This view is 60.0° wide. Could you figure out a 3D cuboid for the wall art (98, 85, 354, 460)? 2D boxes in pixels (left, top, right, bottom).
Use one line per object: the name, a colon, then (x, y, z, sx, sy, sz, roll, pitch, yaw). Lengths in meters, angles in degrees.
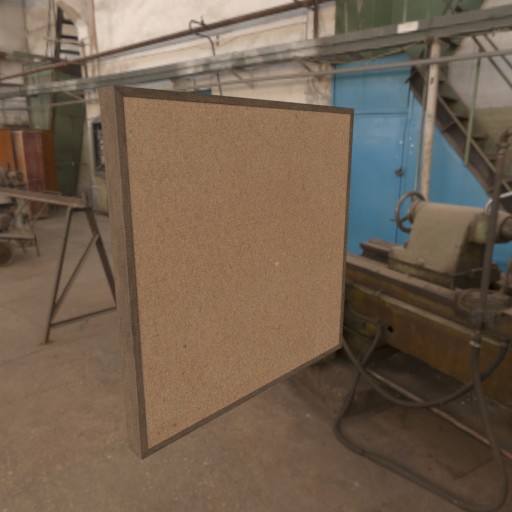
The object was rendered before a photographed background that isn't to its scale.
wall art: (0.000, 0.000, 0.765, 0.038, 0.508, 0.508, 14, 20, 43)
